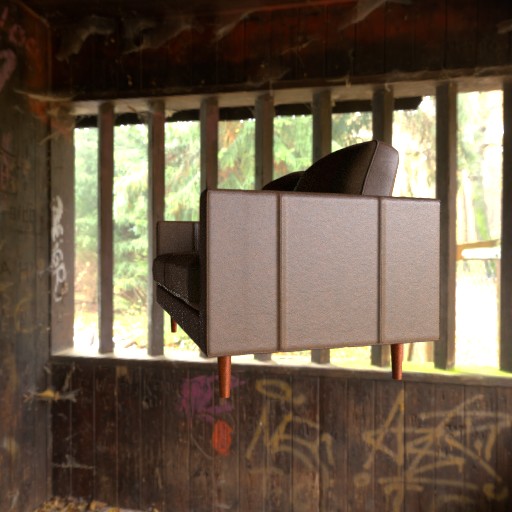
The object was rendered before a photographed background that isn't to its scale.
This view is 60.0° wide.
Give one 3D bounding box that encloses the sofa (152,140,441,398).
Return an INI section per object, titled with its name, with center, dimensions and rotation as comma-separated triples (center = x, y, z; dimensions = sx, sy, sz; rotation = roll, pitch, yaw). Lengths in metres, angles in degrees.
[sofa]
center = 0.000, 0.000, 2.222
dimensions = 0.909, 0.951, 1.578
rotation = 0, 0, -18
